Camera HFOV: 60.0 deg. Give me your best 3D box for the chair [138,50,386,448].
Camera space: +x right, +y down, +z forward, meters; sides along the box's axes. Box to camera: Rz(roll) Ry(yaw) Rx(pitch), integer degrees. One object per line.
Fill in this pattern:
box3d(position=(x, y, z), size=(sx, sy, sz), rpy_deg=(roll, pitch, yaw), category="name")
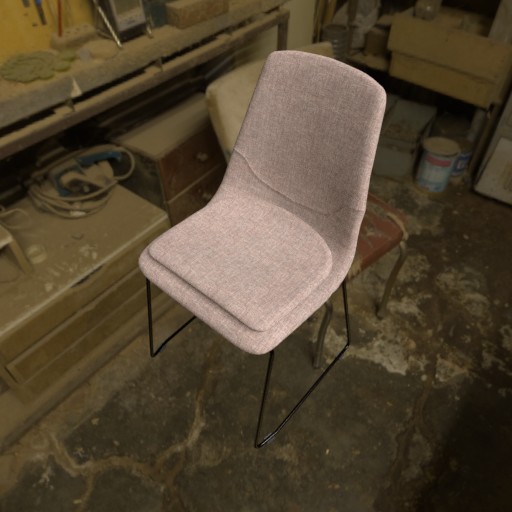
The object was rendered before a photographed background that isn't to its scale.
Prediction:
box3d(position=(0.000, 0.000, 1.149), size=(0.479, 0.858, 0.518), rpy_deg=(32, 54, 27), category="chair")
